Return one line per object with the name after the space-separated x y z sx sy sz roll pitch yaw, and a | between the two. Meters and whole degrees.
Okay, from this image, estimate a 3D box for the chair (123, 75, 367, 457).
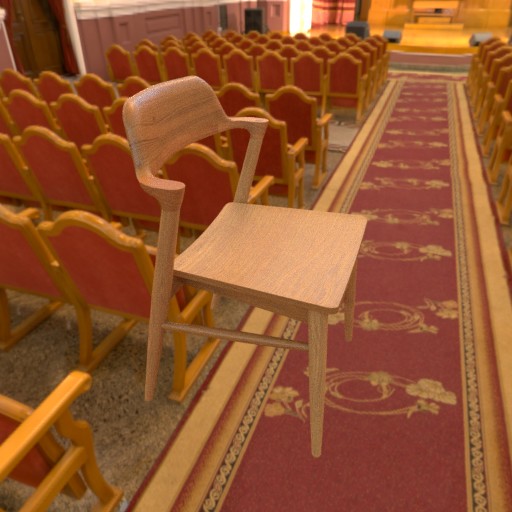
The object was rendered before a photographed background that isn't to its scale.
0.000 0.000 1.123 0.499 0.792 0.512 11 34 17 | chair
